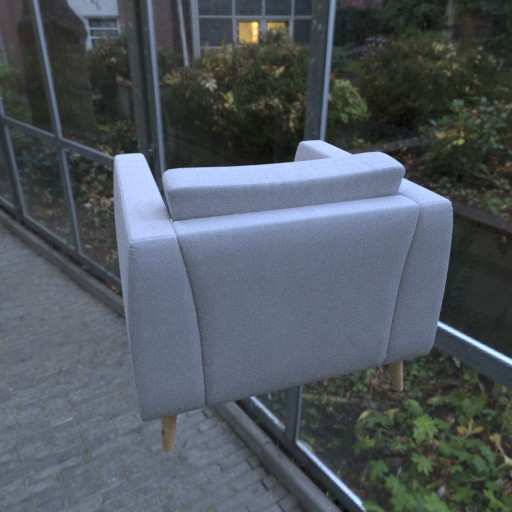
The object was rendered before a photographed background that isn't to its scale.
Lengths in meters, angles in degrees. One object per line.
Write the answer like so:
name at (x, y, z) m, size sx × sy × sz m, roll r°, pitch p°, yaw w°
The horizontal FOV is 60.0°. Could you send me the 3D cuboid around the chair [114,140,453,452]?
chair at (0.000, 0.000, 1.692) m, size 1.000 × 0.860 × 0.930 m, roll -8°, pitch 28°, yaw -16°
